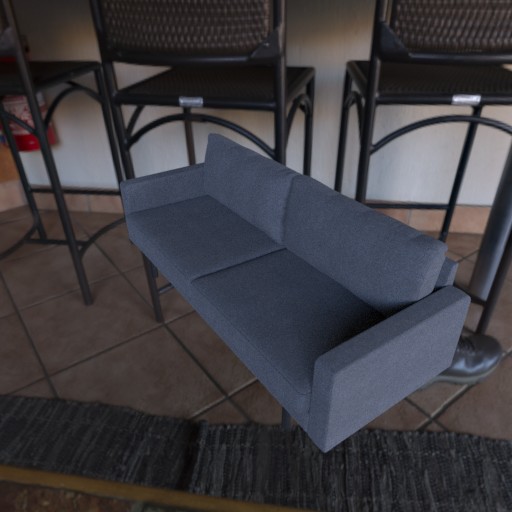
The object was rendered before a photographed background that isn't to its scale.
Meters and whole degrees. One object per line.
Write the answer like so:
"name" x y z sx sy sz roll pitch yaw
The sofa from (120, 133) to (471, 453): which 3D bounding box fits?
"sofa" 0.000 0.000 2.559 0.880 0.880 2.100 -20 38 -29
